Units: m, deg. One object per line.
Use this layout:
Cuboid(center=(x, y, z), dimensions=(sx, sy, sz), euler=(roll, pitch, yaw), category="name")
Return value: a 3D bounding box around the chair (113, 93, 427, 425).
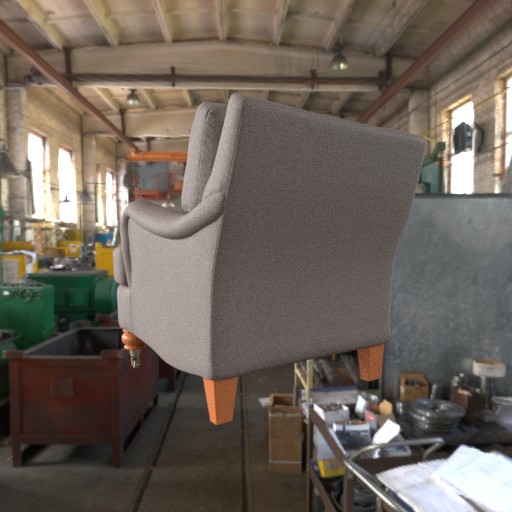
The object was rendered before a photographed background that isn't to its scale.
Cuboid(center=(0.000, 0.000, 1.891), dimensions=(0.955, 1.038, 1.070), euler=(-2, 3, -36), category="chair")
